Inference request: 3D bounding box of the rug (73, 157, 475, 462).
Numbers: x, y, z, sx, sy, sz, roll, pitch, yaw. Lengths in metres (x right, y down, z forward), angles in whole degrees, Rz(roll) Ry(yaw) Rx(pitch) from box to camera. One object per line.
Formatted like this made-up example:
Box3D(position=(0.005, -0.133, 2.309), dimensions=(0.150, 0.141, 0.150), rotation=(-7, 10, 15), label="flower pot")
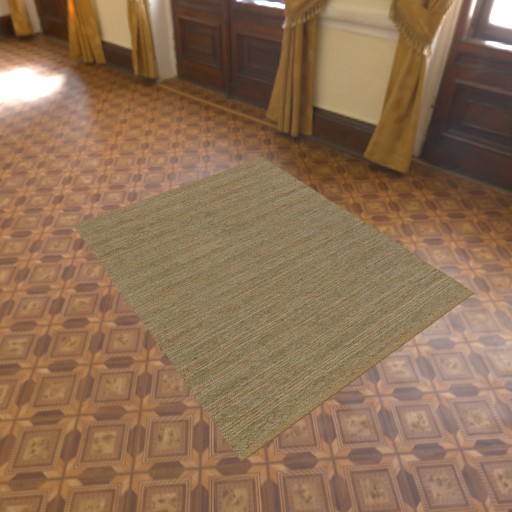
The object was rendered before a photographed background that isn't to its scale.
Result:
Box3D(position=(0.000, 0.000, 4.201), dimensions=(2.471, 0.012, 3.034), rotation=(-26, 47, -27), label="rug")
